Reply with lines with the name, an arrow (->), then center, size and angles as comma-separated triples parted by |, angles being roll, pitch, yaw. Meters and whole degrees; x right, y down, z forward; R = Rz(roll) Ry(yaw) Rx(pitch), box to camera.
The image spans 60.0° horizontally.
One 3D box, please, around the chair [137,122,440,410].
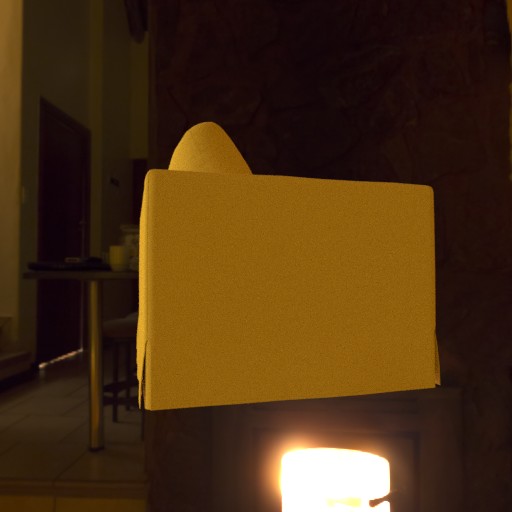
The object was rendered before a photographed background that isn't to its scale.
chair -> 0.000, 0.000, 1.863 | 0.957, 0.878, 1.150 | 1, -2, -15
